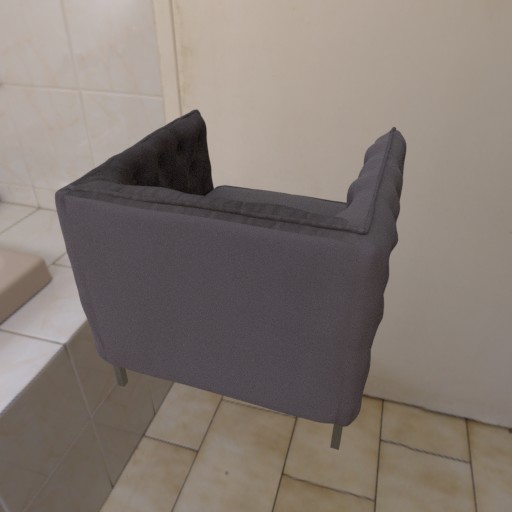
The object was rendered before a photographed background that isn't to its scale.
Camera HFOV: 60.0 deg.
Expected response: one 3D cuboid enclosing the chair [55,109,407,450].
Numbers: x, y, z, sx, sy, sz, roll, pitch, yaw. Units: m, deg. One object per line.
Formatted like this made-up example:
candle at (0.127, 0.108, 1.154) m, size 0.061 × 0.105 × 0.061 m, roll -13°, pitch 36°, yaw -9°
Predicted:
chair at (0.000, 0.000, 1.635) m, size 0.946 × 0.807 × 0.913 m, roll 10°, pitch 34°, yaw 16°
